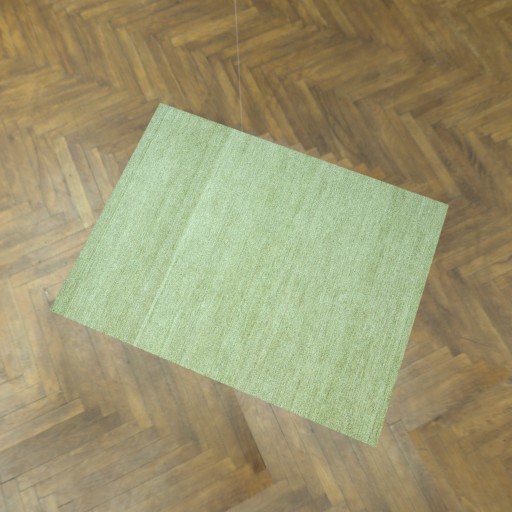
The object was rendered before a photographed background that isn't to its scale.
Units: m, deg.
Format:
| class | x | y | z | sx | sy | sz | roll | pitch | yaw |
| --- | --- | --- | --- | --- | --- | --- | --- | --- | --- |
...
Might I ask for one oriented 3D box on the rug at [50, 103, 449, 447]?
| class | x | y | z | sx | sy | sz | roll | pitch | yaw |
| --- | --- | --- | --- | --- | --- | --- | --- | --- | --- |
| rug | 0.000 | 0.000 | 4.300 | 3.198 | 0.016 | 2.425 | 21 | 75 | 6 |
